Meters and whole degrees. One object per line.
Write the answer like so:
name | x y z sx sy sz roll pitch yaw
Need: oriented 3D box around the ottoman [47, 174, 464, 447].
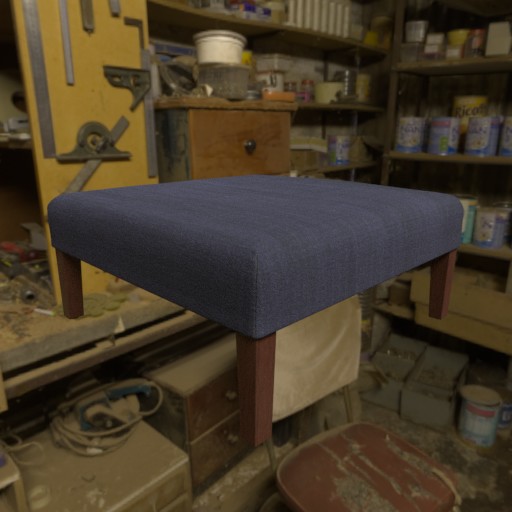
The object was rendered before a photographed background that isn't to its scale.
ottoman | 0.000 0.000 1.360 0.889 0.411 0.890 -15 22 -43
